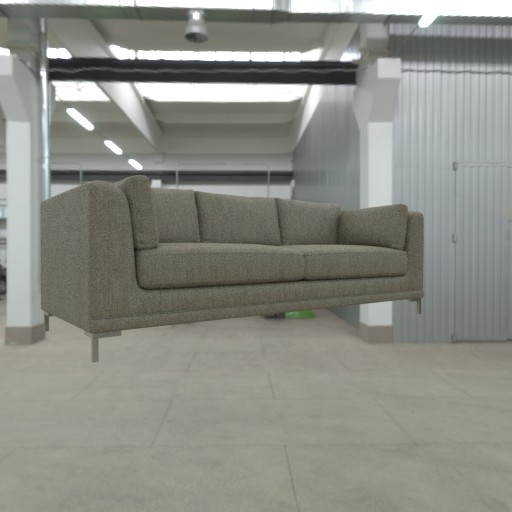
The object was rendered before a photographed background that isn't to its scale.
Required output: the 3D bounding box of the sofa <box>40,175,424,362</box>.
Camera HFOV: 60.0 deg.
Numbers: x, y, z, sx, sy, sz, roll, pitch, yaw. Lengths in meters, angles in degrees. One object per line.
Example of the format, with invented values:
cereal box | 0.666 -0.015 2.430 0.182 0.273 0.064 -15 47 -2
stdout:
sofa | 0.000 0.000 2.918 2.415 0.867 0.969 0 1 -37
